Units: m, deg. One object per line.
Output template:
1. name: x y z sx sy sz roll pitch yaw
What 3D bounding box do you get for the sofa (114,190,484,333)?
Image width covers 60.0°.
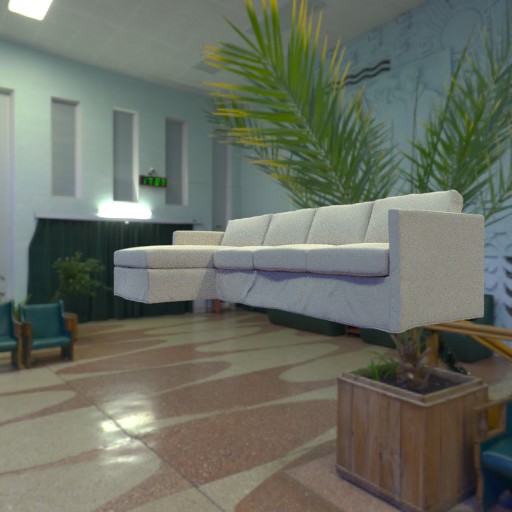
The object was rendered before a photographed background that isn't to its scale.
1. sofa: 0.000 0.000 3.897 1.650 0.922 3.205 0 0 -34
